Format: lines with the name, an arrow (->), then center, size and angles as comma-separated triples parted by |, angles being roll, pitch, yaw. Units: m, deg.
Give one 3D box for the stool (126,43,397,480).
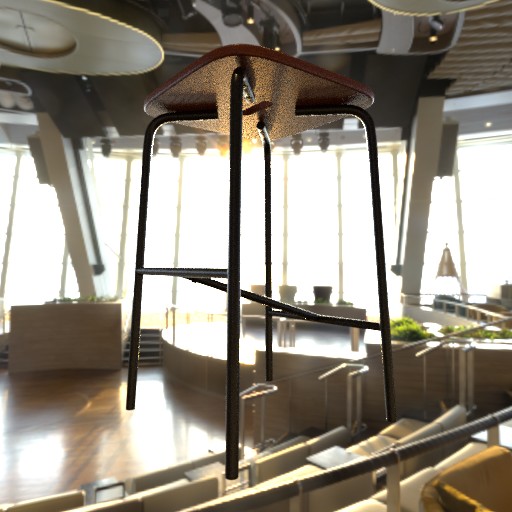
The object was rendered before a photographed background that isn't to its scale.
stool -> 0.000, 0.000, 0.858 | 0.376, 0.610, 0.376 | 1, -1, -38
